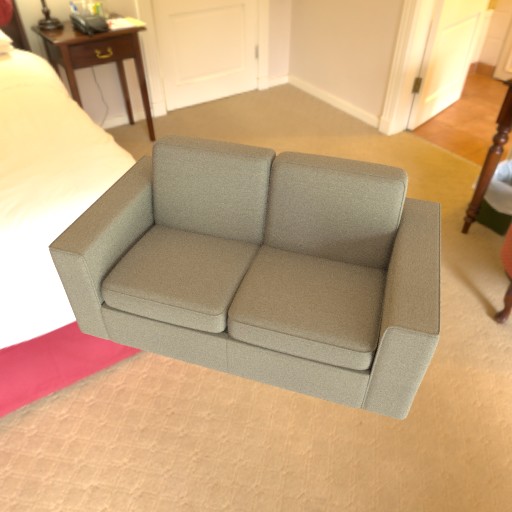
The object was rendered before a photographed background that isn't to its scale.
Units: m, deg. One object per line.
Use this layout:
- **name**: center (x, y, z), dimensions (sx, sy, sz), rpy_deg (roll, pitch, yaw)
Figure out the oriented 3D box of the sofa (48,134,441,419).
- **sofa**: center (0.000, 0.000, 2.407), dimensions (1.812, 0.924, 1.007), rpy_deg (12, 42, 13)
